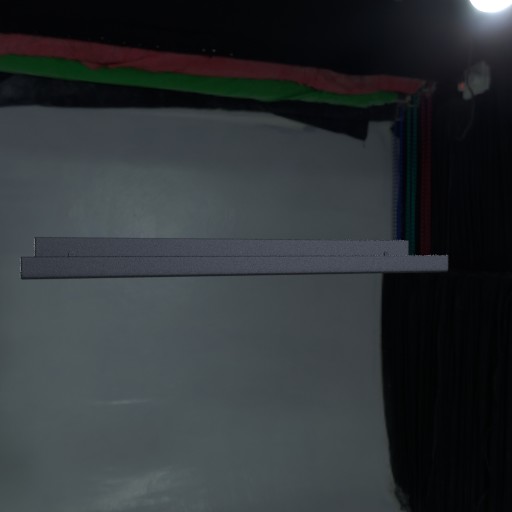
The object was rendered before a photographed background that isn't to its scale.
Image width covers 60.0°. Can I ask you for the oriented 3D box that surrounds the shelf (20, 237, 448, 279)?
[{"bbox_3d":[0.000,0.000,0.653,0.605,0.053,0.102,0,1,-18],"label":"shelf"}]
